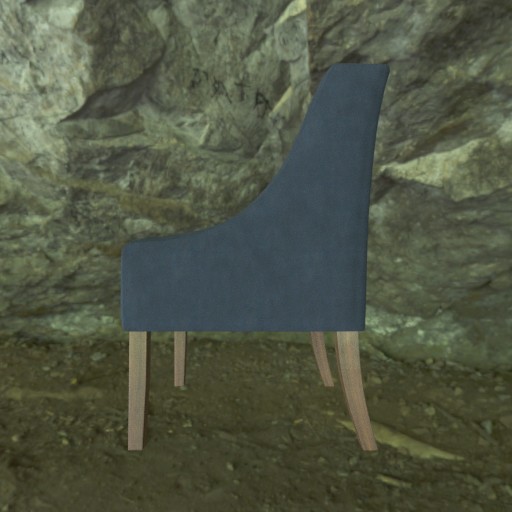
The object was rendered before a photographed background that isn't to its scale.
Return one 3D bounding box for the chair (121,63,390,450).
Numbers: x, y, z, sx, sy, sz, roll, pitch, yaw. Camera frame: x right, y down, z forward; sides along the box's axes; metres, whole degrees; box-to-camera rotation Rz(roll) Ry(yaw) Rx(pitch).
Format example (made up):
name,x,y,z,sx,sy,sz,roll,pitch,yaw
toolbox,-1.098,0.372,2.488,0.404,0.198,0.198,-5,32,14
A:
name,x,y,z,sx,sy,sz,roll,pitch,yaw
chair,0.000,0.000,1.311,0.629,0.895,0.629,0,-2,0
